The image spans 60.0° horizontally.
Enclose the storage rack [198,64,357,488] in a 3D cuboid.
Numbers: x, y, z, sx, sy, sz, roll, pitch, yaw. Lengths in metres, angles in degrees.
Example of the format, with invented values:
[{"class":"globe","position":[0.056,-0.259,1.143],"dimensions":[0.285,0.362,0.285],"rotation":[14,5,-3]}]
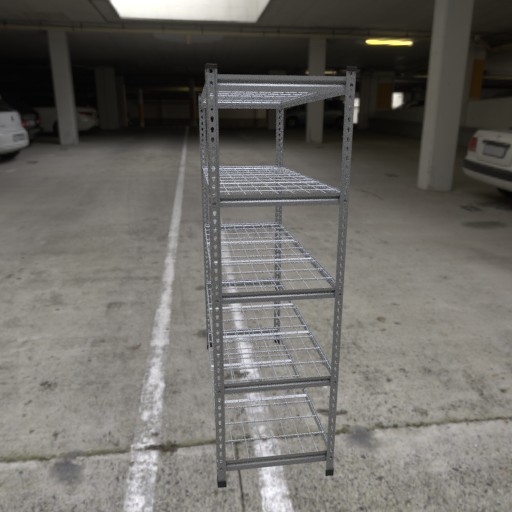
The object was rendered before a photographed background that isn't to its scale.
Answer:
[{"class":"storage rack","position":[0.000,0.000,2.729],"dimensions":[0.610,1.981,1.524],"rotation":[-2,16,-8]}]
